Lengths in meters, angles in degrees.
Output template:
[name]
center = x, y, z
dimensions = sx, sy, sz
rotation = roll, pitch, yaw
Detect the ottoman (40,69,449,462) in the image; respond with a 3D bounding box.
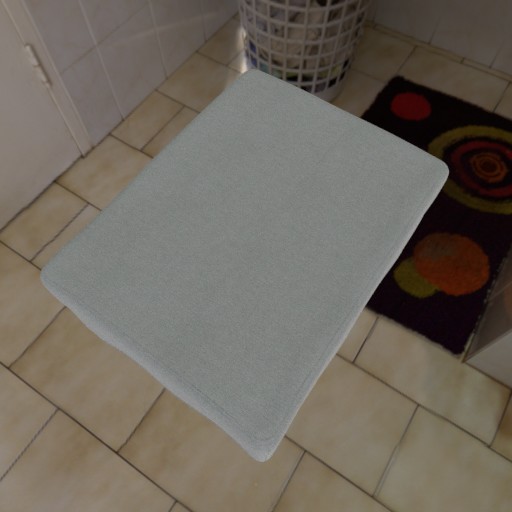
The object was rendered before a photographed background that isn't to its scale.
[ottoman]
center = 0.000, 0.000, 1.236
dimensions = 0.648, 0.461, 0.833
rotation = 32, 67, 15
